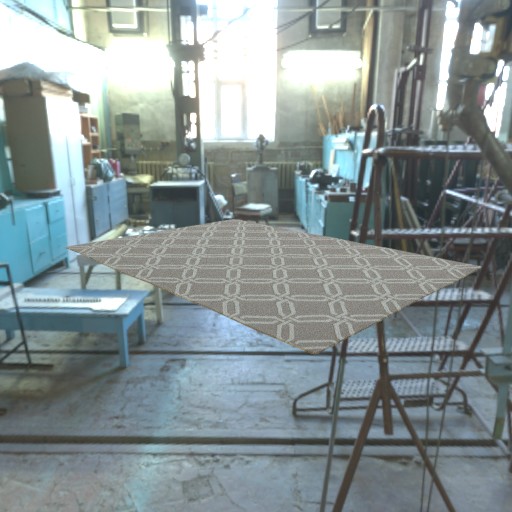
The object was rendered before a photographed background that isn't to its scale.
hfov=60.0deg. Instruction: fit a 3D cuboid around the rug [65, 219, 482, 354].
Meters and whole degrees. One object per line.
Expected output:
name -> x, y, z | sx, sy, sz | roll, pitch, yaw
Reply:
rug -> 0.000, 0.000, 2.739 | 1.524, 0.013, 2.135 | -14, 20, -42
